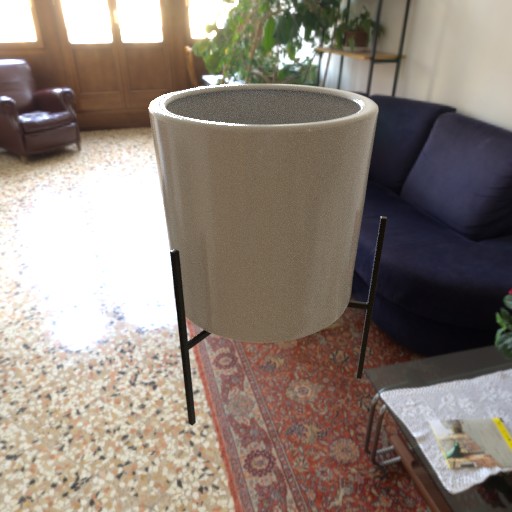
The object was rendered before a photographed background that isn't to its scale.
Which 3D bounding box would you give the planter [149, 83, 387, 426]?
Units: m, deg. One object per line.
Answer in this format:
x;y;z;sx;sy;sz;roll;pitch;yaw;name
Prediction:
0.000;0.000;0.646;0.307;0.431;0.308;21;36;33;planter
